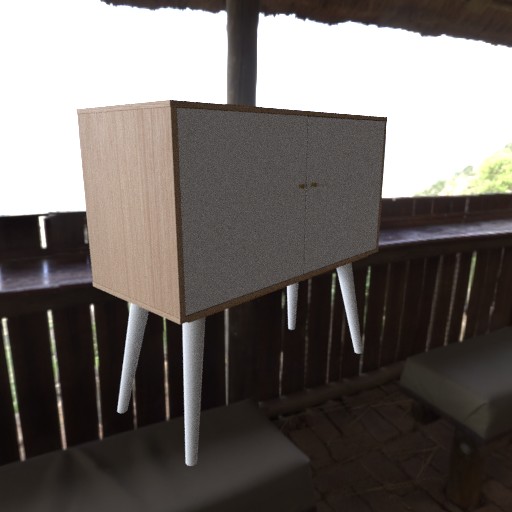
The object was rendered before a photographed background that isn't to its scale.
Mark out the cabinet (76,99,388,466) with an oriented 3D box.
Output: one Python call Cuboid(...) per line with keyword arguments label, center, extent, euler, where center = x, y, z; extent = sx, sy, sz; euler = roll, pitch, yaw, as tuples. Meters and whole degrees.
Cuboid(label="cabinet", center=(0.000, 0.000, 1.654), extent=(0.470, 1.016, 1.057), euler=(13, 20, 41))
